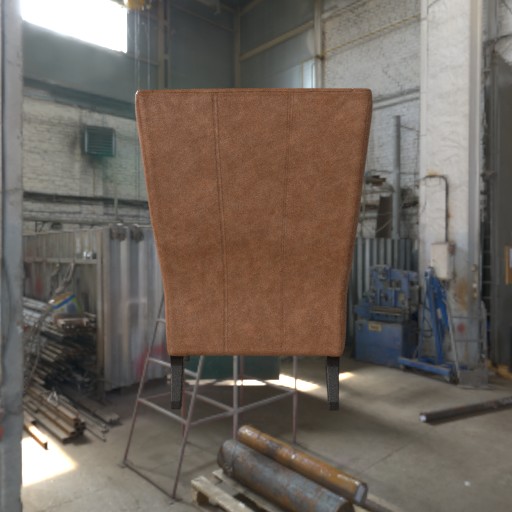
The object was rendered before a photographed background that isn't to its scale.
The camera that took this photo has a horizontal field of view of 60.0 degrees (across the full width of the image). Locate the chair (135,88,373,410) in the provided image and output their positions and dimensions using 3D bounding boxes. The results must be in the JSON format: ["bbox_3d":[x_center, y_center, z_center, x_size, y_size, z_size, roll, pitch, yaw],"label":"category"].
[{"bbox_3d":[0.000,0.000,1.714,0.853,1.016,0.926,0,1,1],"label":"chair"}]
